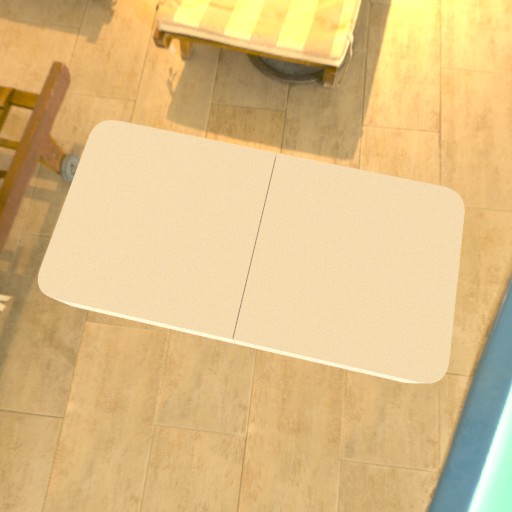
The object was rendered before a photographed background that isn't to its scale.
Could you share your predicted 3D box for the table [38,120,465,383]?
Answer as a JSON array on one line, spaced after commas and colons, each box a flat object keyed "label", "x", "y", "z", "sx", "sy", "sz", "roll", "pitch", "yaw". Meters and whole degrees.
[{"label": "table", "x": 0.000, "y": 0.000, "z": 1.489, "sx": 1.200, "sy": 0.340, "sz": 0.600, "roll": 12, "pitch": 75, "yaw": 3}]
